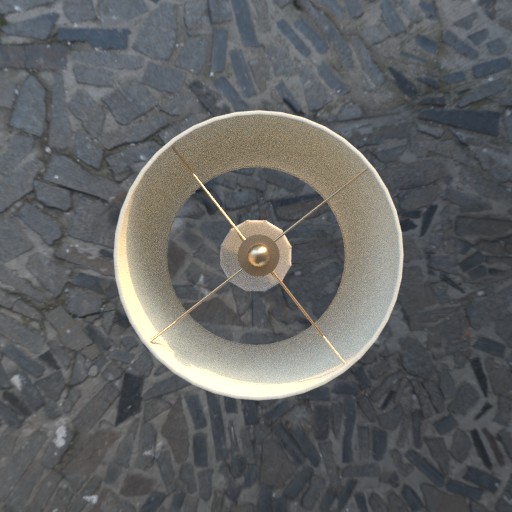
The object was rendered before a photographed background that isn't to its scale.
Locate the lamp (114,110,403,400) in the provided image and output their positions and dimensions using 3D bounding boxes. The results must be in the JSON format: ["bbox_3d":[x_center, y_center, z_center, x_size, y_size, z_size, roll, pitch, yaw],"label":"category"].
[{"bbox_3d":[0.000,0.000,0.690,0.277,0.537,0.277,0,90,-1],"label":"lamp"}]
